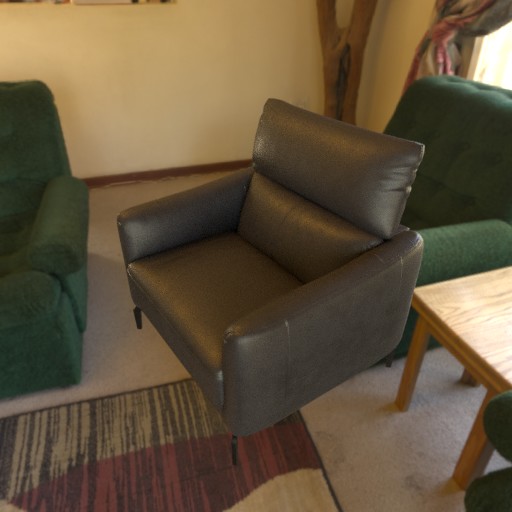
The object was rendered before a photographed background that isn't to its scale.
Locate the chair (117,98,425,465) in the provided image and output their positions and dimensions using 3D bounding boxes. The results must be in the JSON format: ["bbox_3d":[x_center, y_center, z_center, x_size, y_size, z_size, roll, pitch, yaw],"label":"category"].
[{"bbox_3d":[0.000,0.000,1.699,0.809,0.949,0.976,-20,38,-29],"label":"chair"}]
